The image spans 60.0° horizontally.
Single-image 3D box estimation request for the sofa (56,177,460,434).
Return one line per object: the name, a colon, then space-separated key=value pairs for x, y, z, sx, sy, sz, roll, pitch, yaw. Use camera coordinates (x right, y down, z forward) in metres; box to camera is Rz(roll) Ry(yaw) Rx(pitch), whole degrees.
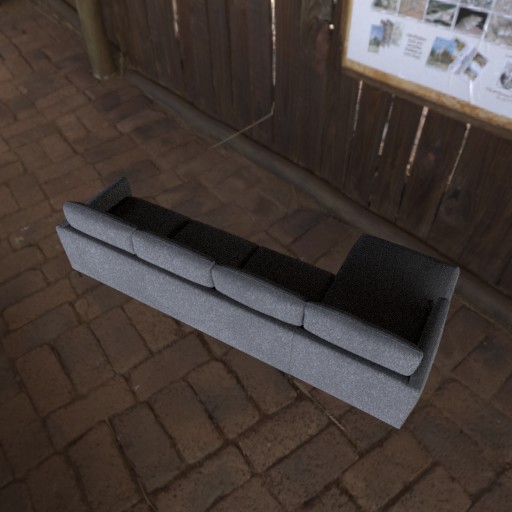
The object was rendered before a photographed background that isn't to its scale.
sofa: x=0.000 y=0.000 z=3.536 sx=2.932 sy=0.810 sz=1.350 roll=22 pitch=50 yaw=20
